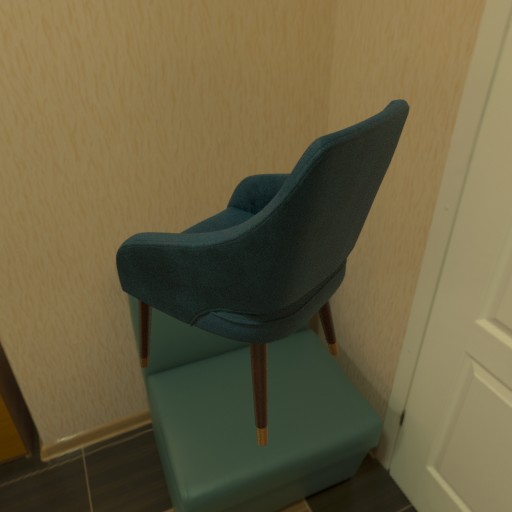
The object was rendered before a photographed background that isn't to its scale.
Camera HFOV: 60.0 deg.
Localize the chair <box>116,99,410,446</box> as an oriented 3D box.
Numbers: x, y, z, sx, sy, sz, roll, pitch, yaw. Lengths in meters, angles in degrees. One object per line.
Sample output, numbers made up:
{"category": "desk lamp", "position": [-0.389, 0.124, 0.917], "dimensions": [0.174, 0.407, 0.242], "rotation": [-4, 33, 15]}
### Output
{"category": "chair", "position": [0.000, 0.000, 1.537], "dimensions": [0.794, 1.081, 0.683], "rotation": [21, 38, 30]}
